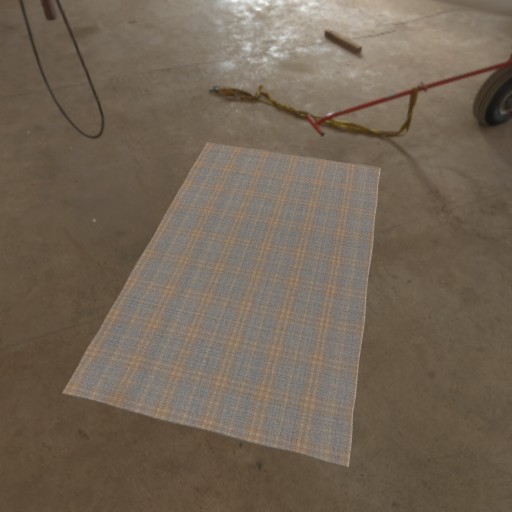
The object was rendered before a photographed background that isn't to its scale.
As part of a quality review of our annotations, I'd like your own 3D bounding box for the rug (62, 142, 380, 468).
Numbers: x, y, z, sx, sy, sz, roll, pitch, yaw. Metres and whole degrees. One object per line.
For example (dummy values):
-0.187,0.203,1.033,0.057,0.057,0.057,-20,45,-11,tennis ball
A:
0.000,0.000,3.056,1.545,0.016,2.460,11,49,10,rug
